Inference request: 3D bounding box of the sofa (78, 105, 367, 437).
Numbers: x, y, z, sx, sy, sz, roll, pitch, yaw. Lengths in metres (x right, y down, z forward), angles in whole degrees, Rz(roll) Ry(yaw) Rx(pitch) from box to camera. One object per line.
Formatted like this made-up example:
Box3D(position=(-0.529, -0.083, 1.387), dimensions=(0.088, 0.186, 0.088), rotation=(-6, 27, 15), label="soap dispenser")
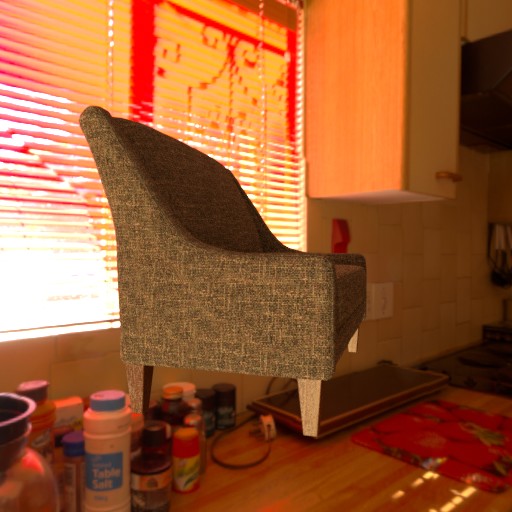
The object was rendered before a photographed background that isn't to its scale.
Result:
Box3D(position=(0.000, 0.000, 1.926), dimensions=(0.870, 1.021, 1.242), rotation=(0, 0, 18), label="sofa")
